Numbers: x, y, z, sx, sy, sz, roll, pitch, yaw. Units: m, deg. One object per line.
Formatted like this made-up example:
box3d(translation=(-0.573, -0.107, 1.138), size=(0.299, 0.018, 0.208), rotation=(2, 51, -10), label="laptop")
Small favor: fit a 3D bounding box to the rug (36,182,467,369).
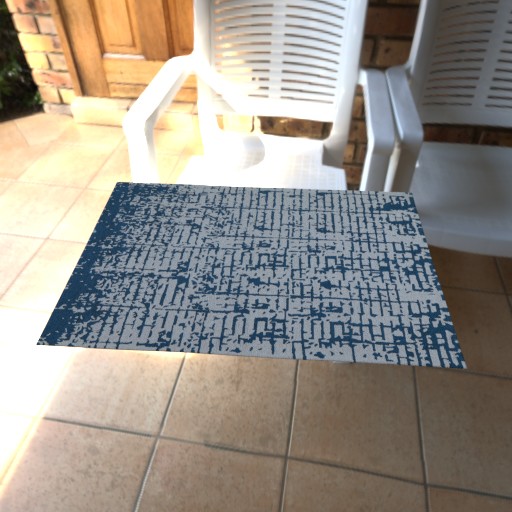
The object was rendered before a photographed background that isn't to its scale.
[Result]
box3d(translation=(0.000, 0.000, 2.307), size=(1.828, 0.007, 1.220), rotation=(3, 44, 3), label="rug")
